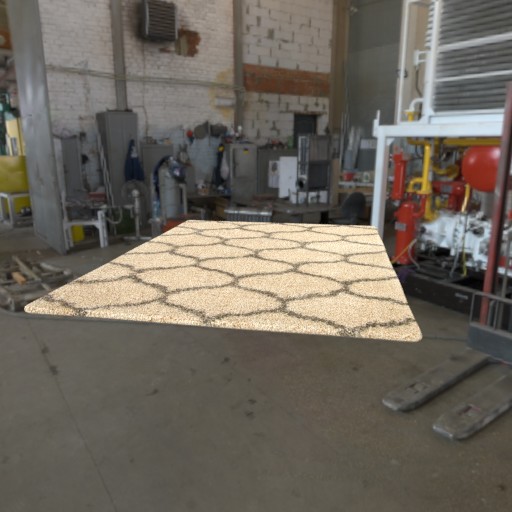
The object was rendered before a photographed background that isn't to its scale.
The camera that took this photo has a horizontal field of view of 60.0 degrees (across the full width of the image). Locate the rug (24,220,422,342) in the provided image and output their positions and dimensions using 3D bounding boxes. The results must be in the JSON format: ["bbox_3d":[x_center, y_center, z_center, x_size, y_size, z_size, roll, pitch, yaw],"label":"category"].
[{"bbox_3d":[0.000,0.000,2.046,1.200,0.025,1.600,3,15,10],"label":"rug"}]
